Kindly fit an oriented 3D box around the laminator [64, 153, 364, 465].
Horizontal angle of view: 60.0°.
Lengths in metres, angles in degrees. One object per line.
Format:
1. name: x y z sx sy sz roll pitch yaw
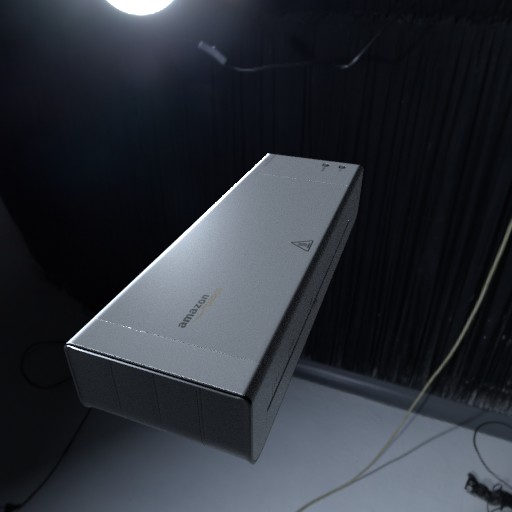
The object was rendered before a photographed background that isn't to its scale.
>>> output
1. laminator: 0.000 0.000 0.380 0.123 0.062 0.340 11 34 17
